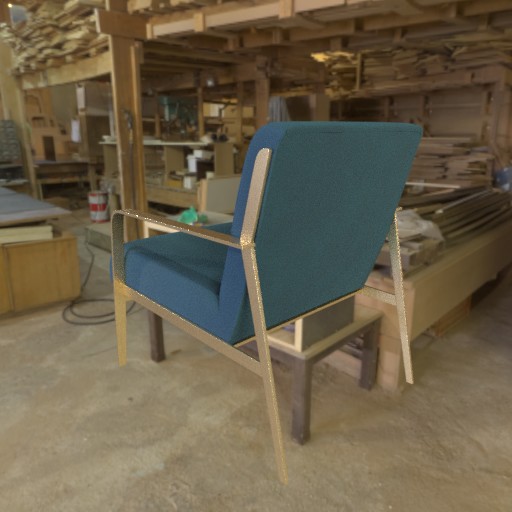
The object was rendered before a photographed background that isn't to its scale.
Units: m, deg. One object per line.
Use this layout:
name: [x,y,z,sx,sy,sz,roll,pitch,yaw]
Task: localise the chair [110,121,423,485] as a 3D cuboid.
chair: [0.000,0.000,1.443,0.692,0.831,0.859,-15,22,-42]
